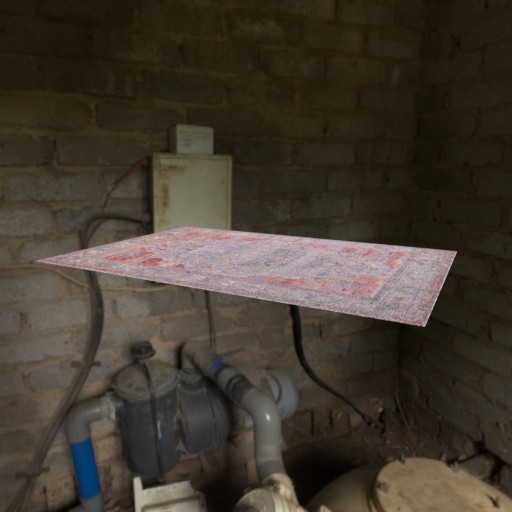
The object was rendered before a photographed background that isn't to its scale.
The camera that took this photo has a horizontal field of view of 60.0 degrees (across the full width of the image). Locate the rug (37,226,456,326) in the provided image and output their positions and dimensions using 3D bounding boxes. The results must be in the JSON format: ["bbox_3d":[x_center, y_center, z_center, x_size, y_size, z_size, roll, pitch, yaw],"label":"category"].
[{"bbox_3d":[0.000,0.000,2.309,1.829,0.005,1.219,7,15,27],"label":"rug"}]
